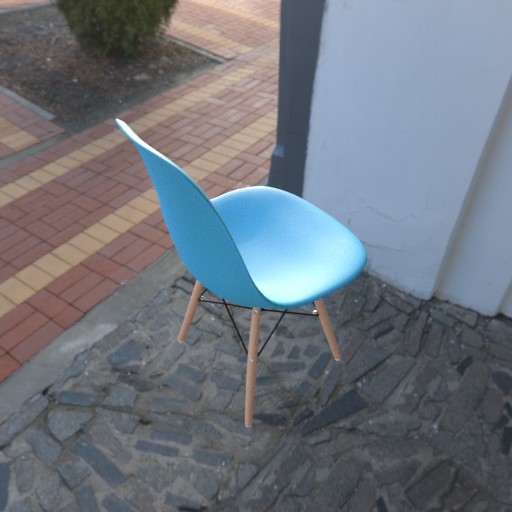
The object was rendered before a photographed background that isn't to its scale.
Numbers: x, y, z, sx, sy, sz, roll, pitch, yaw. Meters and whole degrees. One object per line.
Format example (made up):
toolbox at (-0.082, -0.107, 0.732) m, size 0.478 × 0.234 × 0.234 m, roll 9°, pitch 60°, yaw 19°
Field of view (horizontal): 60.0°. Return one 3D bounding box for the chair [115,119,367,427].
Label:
chair at (0.000, 0.000, 1.141) m, size 0.531 × 0.826 × 0.470 m, roll -27°, pitch 49°, yaw -27°
